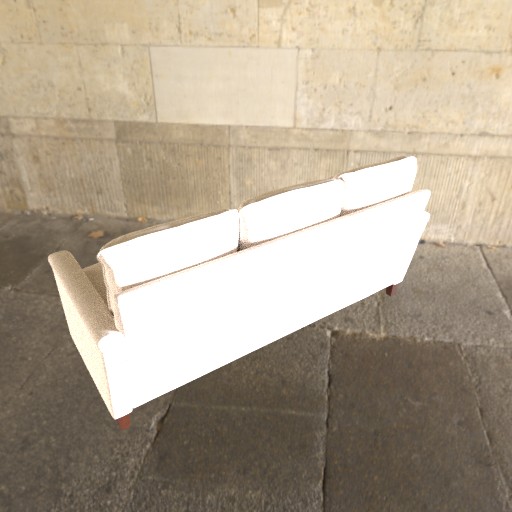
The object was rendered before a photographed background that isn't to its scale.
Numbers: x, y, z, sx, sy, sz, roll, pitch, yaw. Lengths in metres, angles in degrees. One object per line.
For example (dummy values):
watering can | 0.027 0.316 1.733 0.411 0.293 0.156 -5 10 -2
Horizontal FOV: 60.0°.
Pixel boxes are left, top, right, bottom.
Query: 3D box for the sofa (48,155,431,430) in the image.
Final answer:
sofa | 0.000 0.000 2.407 1.925 0.961 0.828 -19 36 -29
